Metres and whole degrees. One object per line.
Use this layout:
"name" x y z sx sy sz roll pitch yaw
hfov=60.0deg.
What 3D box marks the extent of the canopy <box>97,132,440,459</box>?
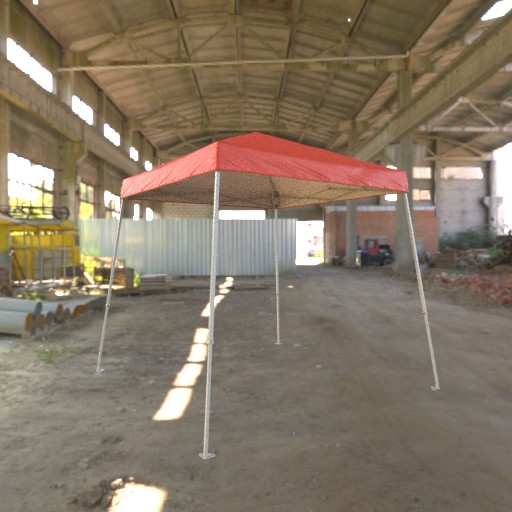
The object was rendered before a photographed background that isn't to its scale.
"canopy" 0.000 0.000 5.118 2.850 2.850 2.849 0 1 -35
